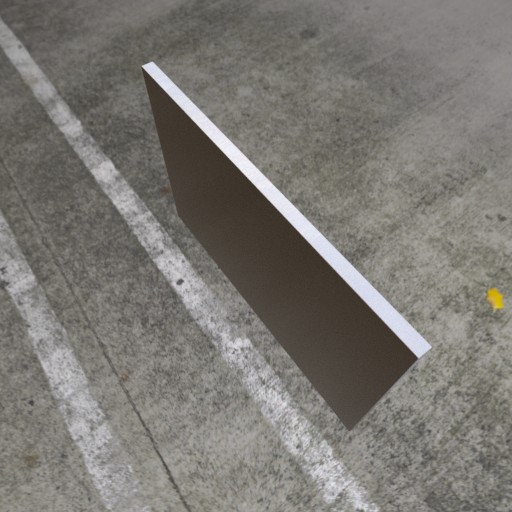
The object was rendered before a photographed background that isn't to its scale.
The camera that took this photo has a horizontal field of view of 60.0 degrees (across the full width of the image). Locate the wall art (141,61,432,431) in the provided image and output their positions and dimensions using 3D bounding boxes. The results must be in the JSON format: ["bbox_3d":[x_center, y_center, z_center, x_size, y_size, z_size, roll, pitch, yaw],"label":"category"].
[{"bbox_3d":[0.000,0.000,1.449,0.041,0.762,1.145,-32,63,-18],"label":"wall art"}]
